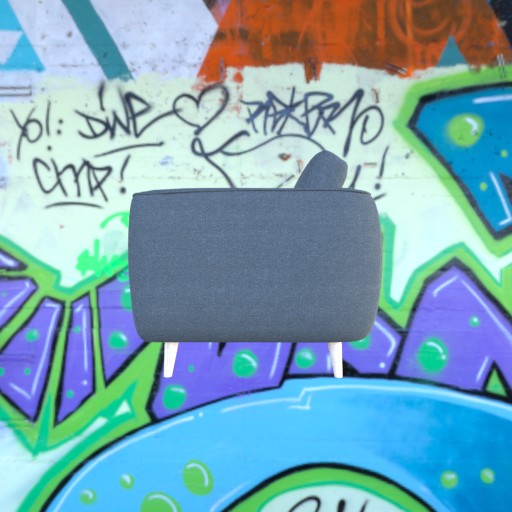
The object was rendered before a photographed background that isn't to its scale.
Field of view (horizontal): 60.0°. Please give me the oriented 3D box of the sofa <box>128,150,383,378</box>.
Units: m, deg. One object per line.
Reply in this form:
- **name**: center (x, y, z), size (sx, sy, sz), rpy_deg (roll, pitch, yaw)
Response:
- **sofa**: center (0.000, 0.000, 2.448), size (0.920, 0.850, 2.000), rpy_deg (0, 1, 1)
